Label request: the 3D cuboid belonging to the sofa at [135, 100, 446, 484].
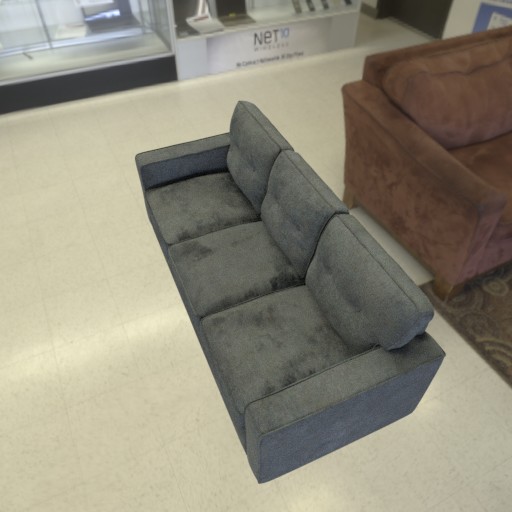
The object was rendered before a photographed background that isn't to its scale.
[{"bbox_3d":[0.000,0.000,2.614,0.939,0.965,2.133,-18,49,-16],"label":"sofa"}]
